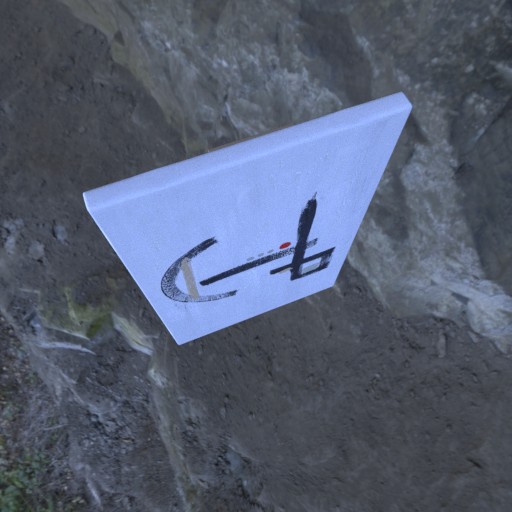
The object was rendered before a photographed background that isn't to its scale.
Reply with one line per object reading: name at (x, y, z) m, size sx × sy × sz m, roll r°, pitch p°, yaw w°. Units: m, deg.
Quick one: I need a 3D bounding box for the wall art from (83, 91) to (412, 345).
wall art at (0.000, 0.000, 1.184) m, size 0.602 × 0.916 × 0.048 m, roll -20°, pitch 67°, yaw -9°
